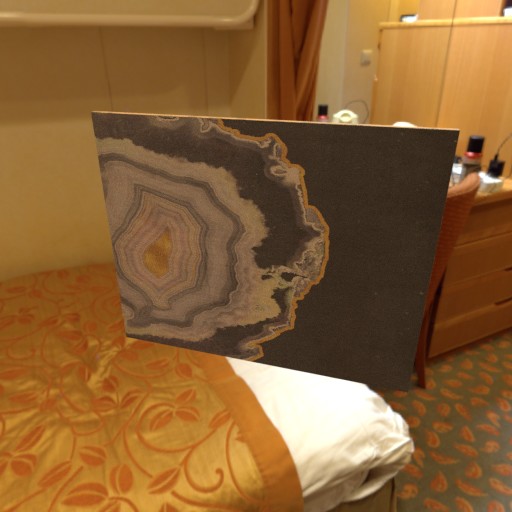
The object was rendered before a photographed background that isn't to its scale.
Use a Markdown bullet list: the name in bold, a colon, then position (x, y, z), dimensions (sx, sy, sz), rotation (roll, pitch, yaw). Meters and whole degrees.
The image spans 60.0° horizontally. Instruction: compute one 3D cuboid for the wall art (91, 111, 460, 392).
- **wall art**: position (0.000, 0.000, 0.685), dimensions (0.508, 0.408, 0.010), rotation (8, 27, 15)
